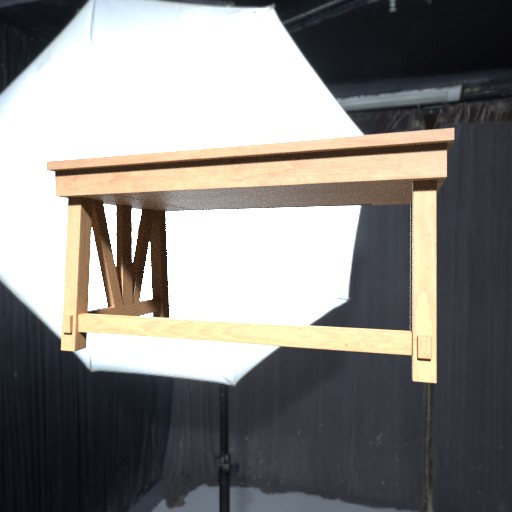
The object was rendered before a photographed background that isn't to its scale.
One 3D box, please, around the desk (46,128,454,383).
[{"bbox_3d":[0.000,0.000,1.925,1.499,0.762,0.813,0,1,19],"label":"desk"}]
